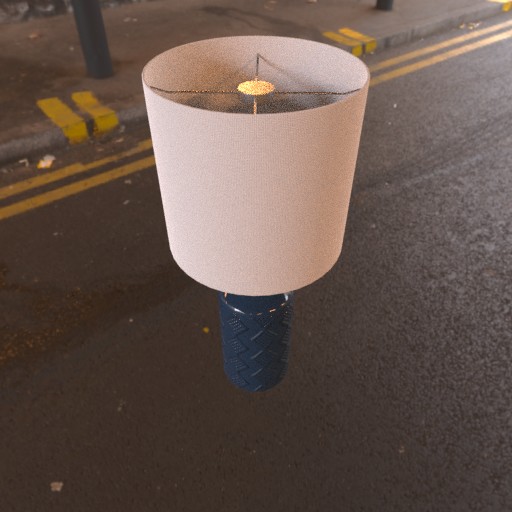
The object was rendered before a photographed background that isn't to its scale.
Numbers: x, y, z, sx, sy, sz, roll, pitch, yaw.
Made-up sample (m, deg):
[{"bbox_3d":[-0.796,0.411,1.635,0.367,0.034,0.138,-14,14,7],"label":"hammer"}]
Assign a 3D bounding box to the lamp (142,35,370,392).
[{"bbox_3d":[0.000,0.000,0.559,0.207,0.461,0.207,1,41,1],"label":"lamp"}]
